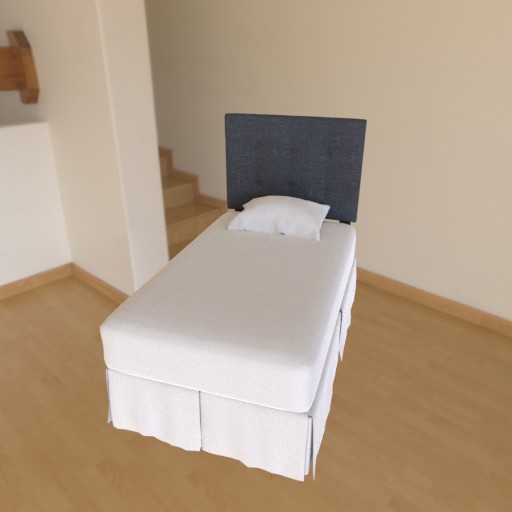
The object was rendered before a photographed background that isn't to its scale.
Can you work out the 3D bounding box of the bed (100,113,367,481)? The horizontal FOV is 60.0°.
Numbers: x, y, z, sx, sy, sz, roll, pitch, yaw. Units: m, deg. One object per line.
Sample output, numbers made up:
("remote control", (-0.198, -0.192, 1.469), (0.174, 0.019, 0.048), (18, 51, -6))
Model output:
("bed", (0.000, 0.000, 2.986), (1.261, 1.571, 1.997), (8, 26, 16))
